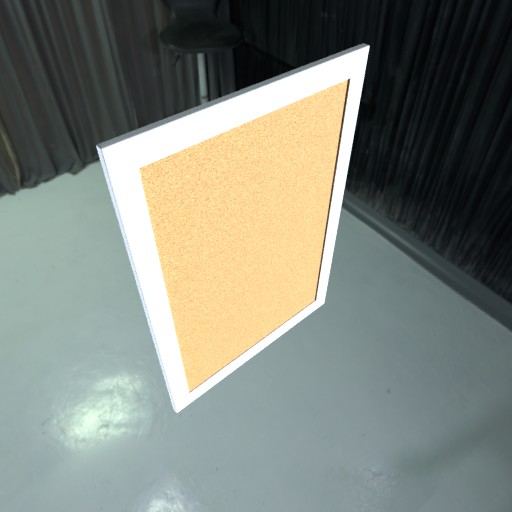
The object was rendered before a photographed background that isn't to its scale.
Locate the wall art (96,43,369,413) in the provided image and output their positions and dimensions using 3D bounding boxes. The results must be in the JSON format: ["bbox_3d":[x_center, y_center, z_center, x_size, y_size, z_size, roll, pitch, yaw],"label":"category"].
[{"bbox_3d":[0.000,0.000,0.673,0.374,0.529,0.012,-32,53,-27],"label":"wall art"}]
